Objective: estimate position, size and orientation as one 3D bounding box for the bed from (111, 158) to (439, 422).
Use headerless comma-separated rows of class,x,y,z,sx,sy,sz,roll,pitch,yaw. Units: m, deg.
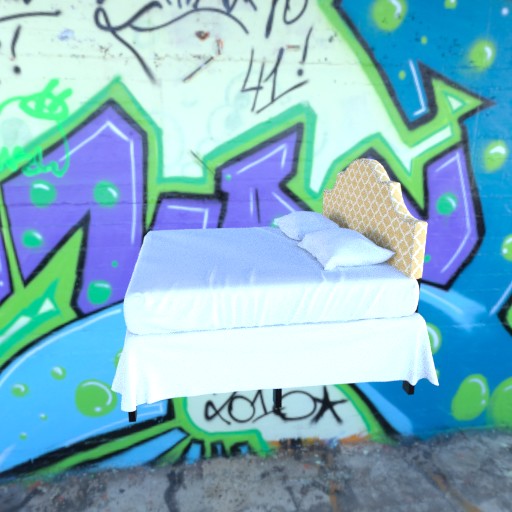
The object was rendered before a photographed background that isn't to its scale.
bed,0.000,0.000,3.762,2.222,1.601,2.314,-2,15,-9
